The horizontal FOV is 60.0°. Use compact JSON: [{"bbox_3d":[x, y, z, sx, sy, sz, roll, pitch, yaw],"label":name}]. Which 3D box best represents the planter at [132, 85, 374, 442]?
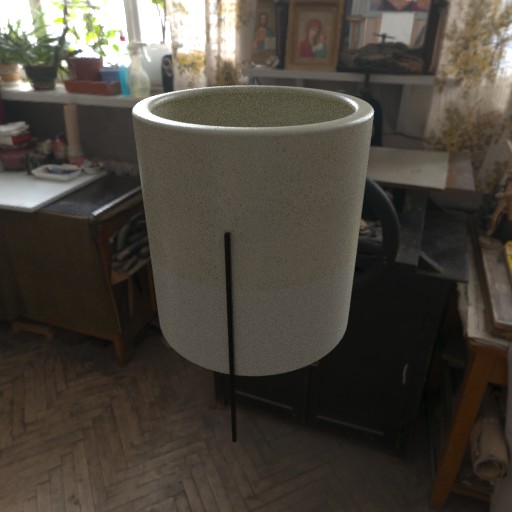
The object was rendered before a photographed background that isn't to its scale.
[{"bbox_3d":[0.000,0.000,0.725,0.333,0.483,0.324,-10,31,-17],"label":"planter"}]
